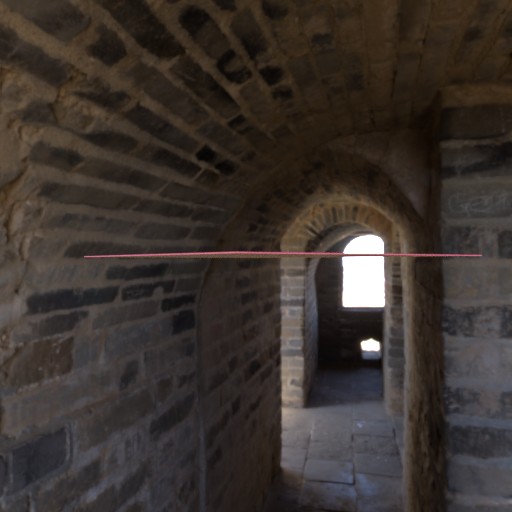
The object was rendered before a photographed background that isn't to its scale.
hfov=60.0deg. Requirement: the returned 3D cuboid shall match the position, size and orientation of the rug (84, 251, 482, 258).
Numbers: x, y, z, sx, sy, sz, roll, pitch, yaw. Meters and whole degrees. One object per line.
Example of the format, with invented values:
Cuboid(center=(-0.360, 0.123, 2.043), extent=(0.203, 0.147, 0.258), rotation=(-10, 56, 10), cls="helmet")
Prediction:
Cuboid(center=(0.000, 0.000, 4.039), extent=(2.300, 0.012, 2.929), rotation=(0, -1, -35), cls="rug")
